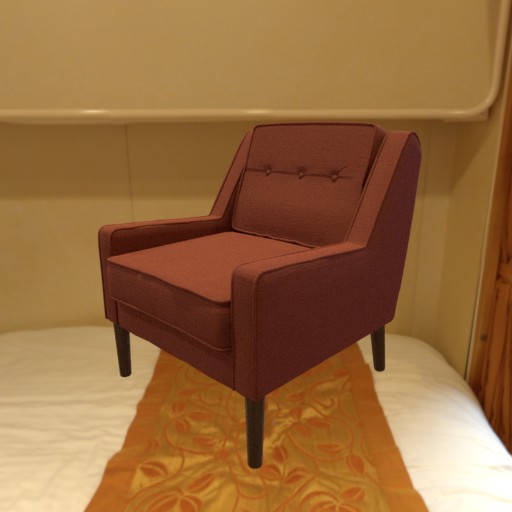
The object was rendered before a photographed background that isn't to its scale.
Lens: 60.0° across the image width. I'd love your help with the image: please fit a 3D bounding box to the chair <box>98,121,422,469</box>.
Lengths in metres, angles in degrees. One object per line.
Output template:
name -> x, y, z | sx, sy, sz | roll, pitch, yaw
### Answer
chair -> 0.000, 0.000, 1.390 | 0.680, 0.812, 0.770 | 15, 22, 42
